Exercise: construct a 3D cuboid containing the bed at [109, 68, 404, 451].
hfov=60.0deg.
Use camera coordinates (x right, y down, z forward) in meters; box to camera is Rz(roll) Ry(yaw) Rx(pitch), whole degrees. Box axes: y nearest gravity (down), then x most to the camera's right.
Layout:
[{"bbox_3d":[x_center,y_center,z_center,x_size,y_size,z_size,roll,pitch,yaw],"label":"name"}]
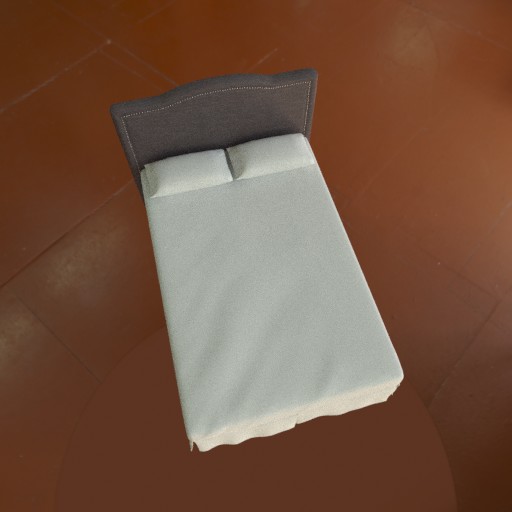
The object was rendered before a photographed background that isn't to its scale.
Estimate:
[{"bbox_3d":[0.000,0.000,3.526,1.741,1.441,2.507,-13,63,-7],"label":"bed"}]
